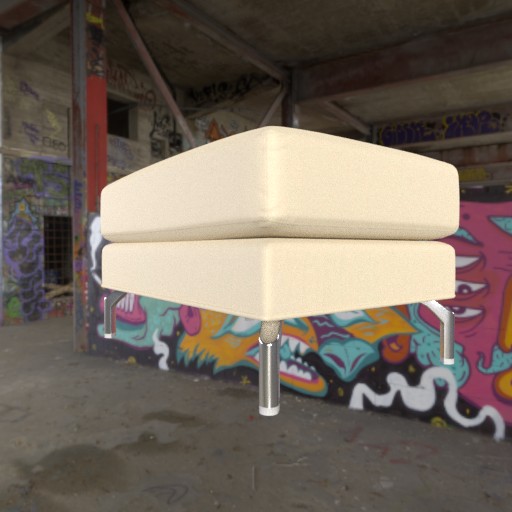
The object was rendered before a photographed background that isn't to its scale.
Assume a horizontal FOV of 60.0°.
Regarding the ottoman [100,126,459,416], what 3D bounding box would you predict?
[{"bbox_3d":[0.000,0.000,1.186,0.581,0.497,0.835,-1,1,-37],"label":"ottoman"}]
